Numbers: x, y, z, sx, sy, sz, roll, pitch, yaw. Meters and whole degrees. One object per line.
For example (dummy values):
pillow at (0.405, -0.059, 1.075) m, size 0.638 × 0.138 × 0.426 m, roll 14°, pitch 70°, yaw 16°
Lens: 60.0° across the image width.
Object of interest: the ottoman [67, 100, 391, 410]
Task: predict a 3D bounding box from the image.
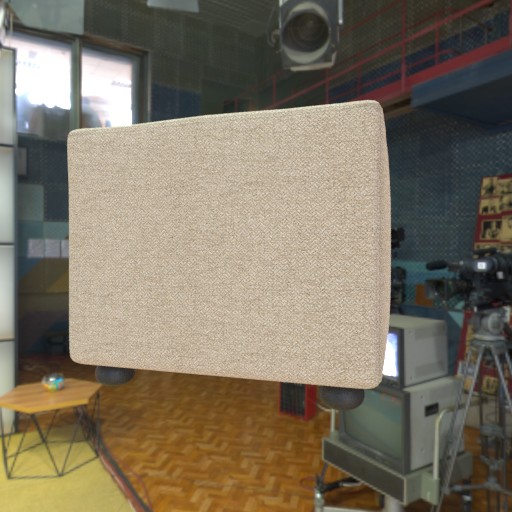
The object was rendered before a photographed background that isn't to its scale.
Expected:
ottoman at (0.000, 0.000, 0.877) m, size 0.508 × 0.432 × 0.508 m, roll 0°, pitch 0°, yaw 18°
